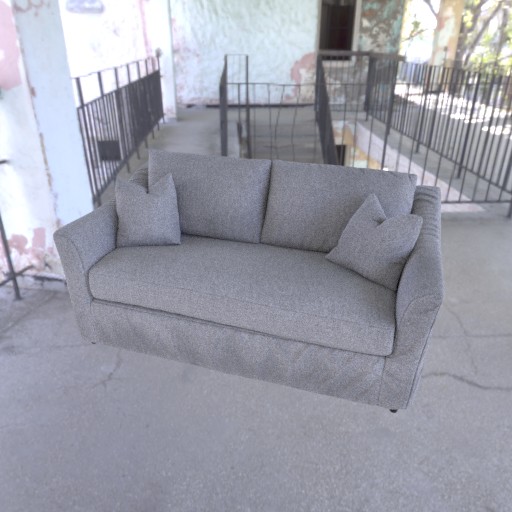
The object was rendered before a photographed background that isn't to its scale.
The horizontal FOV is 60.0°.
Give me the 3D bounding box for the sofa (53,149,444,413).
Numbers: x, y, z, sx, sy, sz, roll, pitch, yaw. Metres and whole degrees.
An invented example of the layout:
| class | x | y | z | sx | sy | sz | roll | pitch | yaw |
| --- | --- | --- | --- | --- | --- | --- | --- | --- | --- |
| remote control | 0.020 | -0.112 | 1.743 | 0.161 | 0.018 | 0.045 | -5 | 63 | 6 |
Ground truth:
| class | x | y | z | sx | sy | sz | roll | pitch | yaw |
| --- | --- | --- | --- | --- | --- | --- | --- | --- | --- |
| sofa | 0.000 | 0.000 | 2.637 | 2.010 | 1.018 | 1.072 | 8 | 27 | 16 |
